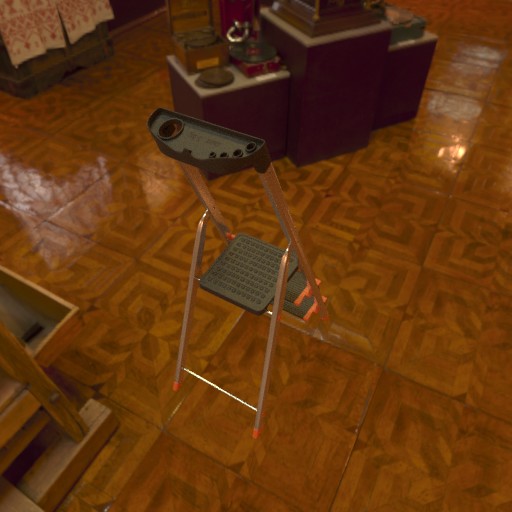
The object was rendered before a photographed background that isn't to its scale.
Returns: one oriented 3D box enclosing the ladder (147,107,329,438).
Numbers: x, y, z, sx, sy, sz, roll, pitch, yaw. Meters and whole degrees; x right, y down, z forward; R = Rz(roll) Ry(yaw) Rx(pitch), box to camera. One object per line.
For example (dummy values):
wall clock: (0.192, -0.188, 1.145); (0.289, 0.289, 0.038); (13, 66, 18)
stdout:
ladder: (0.000, 0.000, 1.558); (0.416, 1.229, 0.686); (23, 51, 21)
